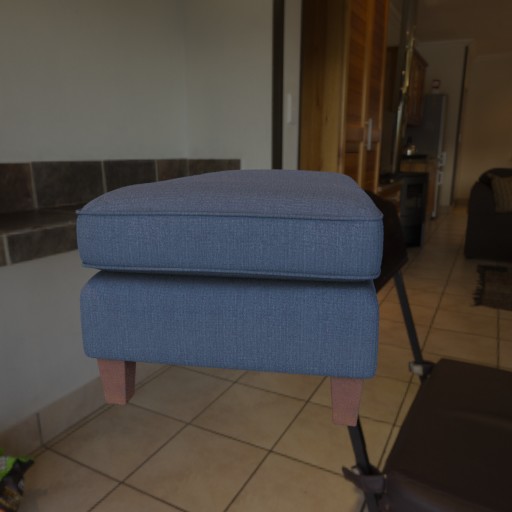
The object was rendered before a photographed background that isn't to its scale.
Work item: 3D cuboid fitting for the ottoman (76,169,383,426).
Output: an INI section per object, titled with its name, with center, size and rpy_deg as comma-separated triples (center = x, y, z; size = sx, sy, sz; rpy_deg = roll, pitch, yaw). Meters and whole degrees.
[ottoman]
center = 0.000, 0.000, 1.182
size = 0.570, 0.438, 0.885
rpy_deg = 2, 13, 9
